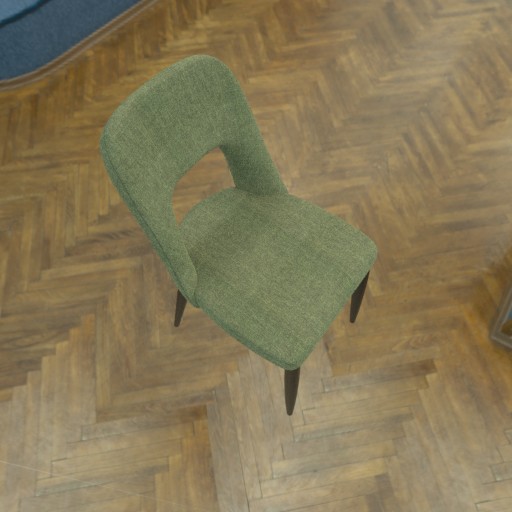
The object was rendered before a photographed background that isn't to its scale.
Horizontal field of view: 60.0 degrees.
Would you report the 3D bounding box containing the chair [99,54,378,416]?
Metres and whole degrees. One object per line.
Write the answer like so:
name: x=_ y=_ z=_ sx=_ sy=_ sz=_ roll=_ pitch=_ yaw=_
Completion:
chair: x=0.000 y=0.000 z=1.282 sx=0.612 sy=0.931 sz=0.470 roll=33 pitch=64 yaw=18
